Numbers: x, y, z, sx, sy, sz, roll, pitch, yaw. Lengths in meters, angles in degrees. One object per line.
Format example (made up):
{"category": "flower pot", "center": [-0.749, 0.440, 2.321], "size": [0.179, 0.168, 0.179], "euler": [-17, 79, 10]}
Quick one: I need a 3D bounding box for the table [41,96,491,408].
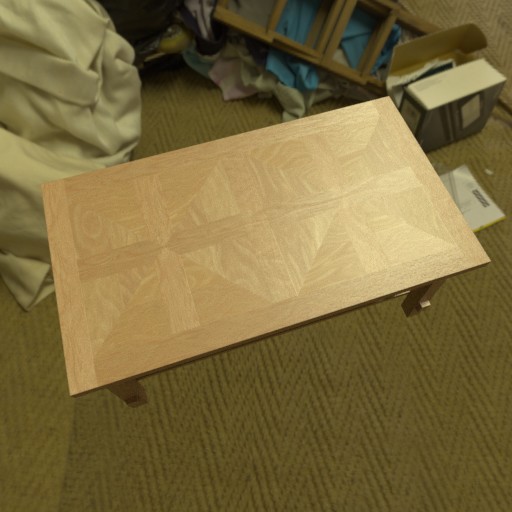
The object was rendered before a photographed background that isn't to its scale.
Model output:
{"category": "table", "center": [0.000, 0.000, 1.635], "size": [1.270, 0.507, 0.711], "euler": [-16, 65, -8]}
